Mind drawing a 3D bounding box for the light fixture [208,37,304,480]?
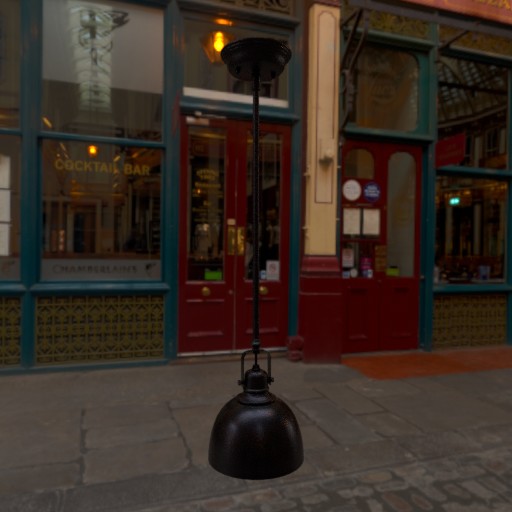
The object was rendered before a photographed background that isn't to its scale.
[{"bbox_3d":[0.000,0.000,0.846,0.182,0.768,0.182,0,0,-19],"label":"light fixture"}]
